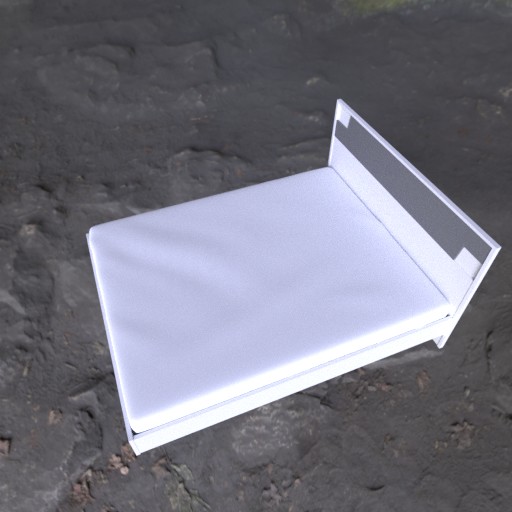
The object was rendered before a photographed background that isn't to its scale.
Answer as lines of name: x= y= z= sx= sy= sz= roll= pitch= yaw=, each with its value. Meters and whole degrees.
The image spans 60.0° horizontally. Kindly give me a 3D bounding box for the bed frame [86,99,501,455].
bed frame: x=0.000 y=0.000 z=2.976 sx=2.100 sy=1.001 sz=1.711 roll=-17 pitch=49 yaw=-15
